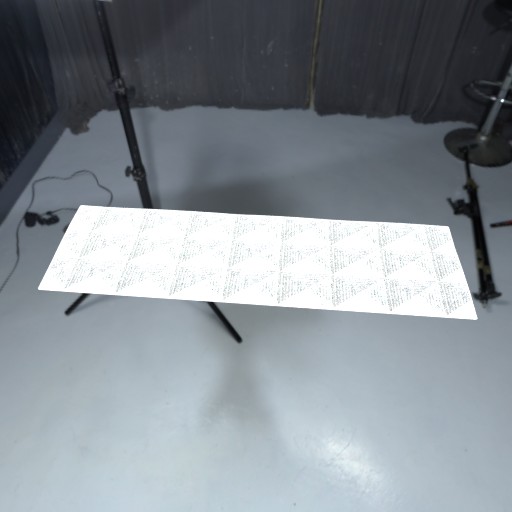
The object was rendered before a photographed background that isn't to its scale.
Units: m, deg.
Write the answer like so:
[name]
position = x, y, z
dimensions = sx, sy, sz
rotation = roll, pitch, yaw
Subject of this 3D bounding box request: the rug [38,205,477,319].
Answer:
[rug]
position = 0.000, 0.000, 2.397
dimensions = 2.182, 0.015, 0.645
rotation = 4, 48, 3
